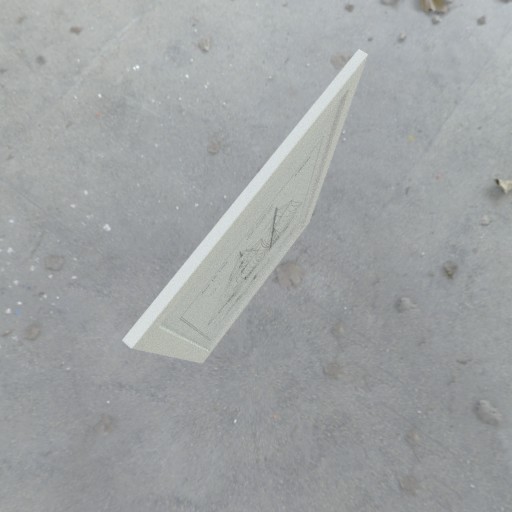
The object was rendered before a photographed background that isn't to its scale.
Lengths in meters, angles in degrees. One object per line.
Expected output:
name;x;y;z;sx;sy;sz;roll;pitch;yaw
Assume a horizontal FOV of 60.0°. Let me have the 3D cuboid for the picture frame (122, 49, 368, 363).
picture frame;0.000;0.000;0.686;0.012;0.534;0.381;36;78;9
